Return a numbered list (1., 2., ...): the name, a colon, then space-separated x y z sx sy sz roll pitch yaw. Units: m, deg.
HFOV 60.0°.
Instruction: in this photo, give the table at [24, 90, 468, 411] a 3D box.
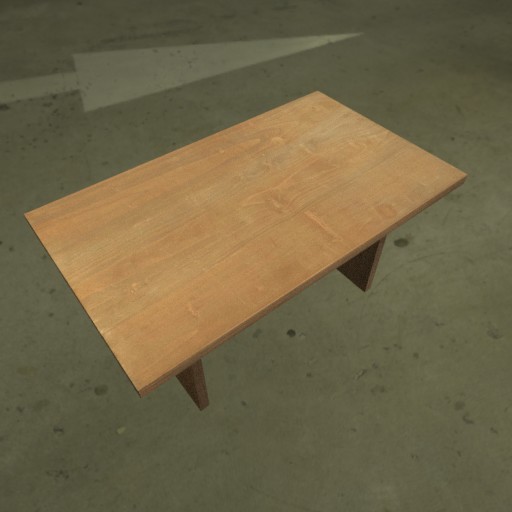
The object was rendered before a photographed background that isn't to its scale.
1. table: 0.000 0.000 2.137 1.609 0.780 0.946 -30 55 -25
